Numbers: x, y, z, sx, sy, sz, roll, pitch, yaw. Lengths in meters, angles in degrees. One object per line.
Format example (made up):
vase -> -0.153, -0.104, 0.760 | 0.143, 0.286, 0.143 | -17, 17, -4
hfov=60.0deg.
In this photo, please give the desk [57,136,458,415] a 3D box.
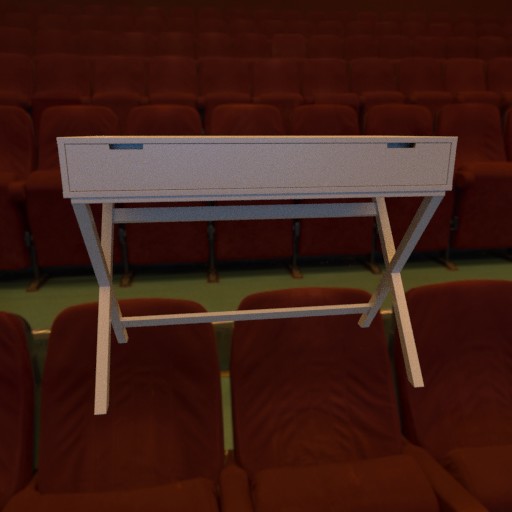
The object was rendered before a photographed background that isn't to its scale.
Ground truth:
desk -> 0.000, 0.000, 1.499 | 1.059, 0.780, 0.509 | -2, 16, -8
